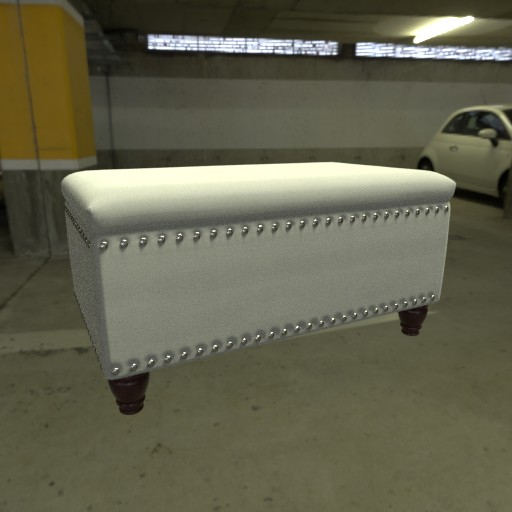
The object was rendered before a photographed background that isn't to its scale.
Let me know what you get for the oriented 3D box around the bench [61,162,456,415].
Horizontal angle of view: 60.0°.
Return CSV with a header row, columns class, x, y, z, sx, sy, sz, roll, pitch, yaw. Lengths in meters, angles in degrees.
class,x,y,z,sx,sy,sz,roll,pitch,yaw
bench,0.000,0.000,1.182,0.887,0.449,0.500,-8,17,-26
